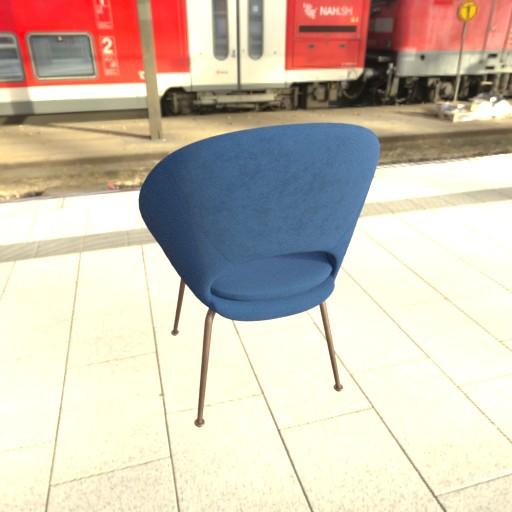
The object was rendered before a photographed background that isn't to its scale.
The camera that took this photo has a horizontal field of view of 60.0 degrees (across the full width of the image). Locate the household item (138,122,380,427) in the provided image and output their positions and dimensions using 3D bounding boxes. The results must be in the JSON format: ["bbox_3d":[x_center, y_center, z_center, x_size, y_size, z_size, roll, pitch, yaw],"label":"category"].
[{"bbox_3d":[0.000,0.000,1.301,0.623,0.852,0.573,-9,29,-16],"label":"household item"}]
